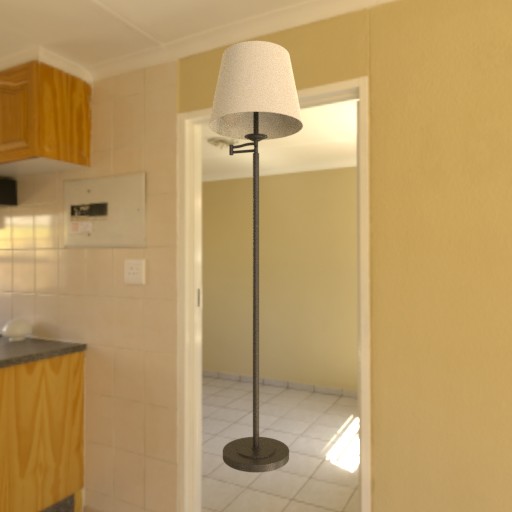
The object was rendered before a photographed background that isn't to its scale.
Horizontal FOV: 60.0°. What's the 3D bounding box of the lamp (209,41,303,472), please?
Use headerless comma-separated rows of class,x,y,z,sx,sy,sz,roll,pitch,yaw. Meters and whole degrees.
lamp,0.000,0.000,1.634,0.348,1.473,0.348,0,-1,18
